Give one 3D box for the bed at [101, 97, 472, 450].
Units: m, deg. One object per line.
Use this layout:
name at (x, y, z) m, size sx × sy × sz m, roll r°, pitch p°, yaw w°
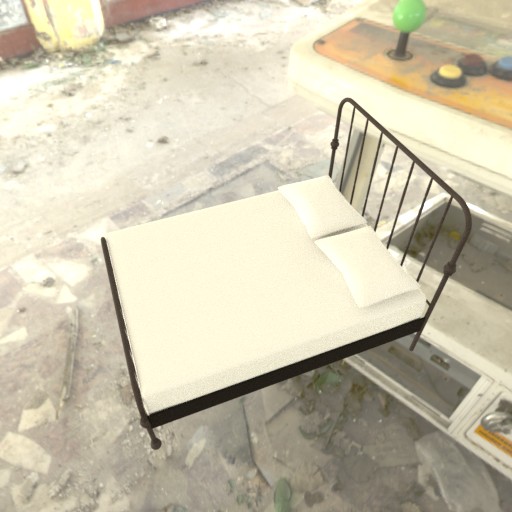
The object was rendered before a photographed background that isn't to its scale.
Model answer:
bed at (0.000, 0.000, 3.244) m, size 2.134 × 1.446 × 1.616 m, roll -16°, pitch 49°, yaw -14°
